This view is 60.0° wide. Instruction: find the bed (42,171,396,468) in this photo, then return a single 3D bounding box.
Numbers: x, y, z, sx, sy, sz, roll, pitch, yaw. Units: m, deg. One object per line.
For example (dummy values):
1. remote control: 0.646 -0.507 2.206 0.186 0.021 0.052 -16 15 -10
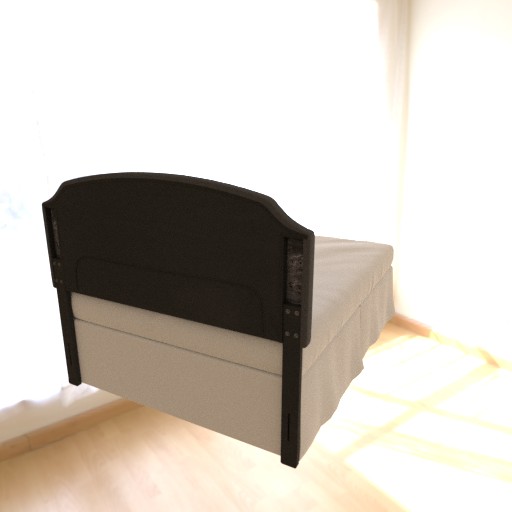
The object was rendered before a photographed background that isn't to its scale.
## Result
1. bed: 0.000 0.000 2.968 1.558 1.270 1.999 8 18 27
